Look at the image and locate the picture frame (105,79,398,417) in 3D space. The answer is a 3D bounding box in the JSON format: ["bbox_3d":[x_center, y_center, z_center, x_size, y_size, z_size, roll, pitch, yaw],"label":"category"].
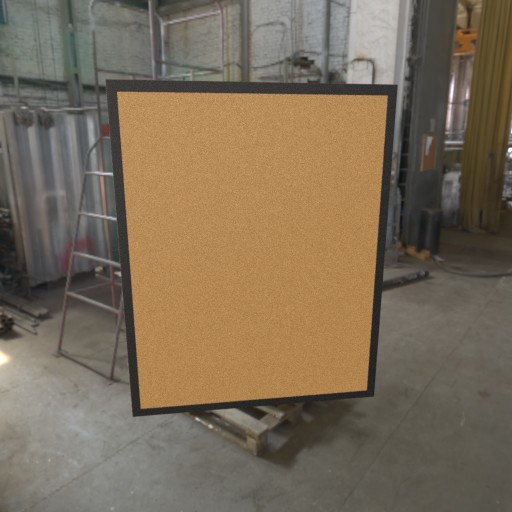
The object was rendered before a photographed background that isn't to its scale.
[{"bbox_3d":[0.000,0.000,0.721,0.421,0.526,0.046,-2,15,-8],"label":"picture frame"}]
